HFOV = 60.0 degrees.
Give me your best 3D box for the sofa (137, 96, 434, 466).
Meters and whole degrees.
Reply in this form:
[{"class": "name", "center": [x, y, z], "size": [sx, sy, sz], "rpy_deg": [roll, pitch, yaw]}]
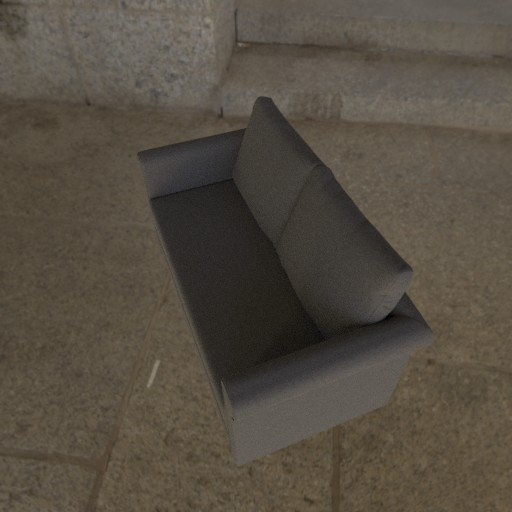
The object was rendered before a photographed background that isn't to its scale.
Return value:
[{"class": "sofa", "center": [0.000, 0.000, 2.011], "size": [0.741, 0.872, 1.460], "rpy_deg": [-16, 50, -14]}]
